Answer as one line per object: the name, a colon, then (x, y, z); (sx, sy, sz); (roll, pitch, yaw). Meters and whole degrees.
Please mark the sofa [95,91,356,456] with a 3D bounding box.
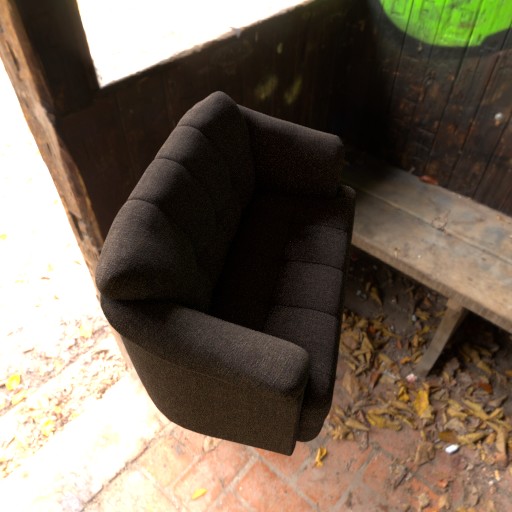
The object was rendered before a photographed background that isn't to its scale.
sofa: (0.000, 0.000, 1.908); (0.799, 0.895, 1.404); (10, 47, 9)
